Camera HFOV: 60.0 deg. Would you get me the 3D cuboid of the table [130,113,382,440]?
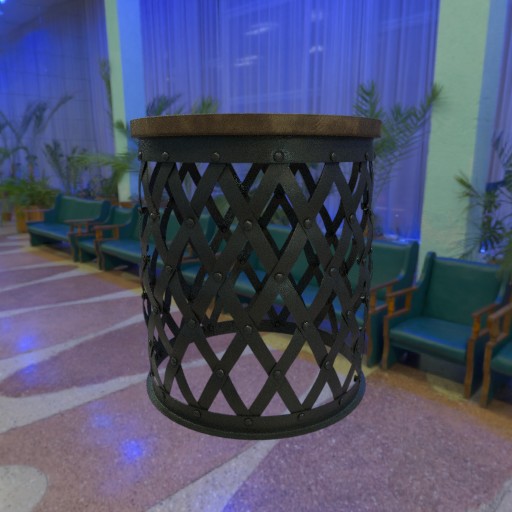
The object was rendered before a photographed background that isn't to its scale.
[{"bbox_3d":[0.000,0.000,0.788,0.405,0.454,0.405,0,13,0],"label":"table"}]
